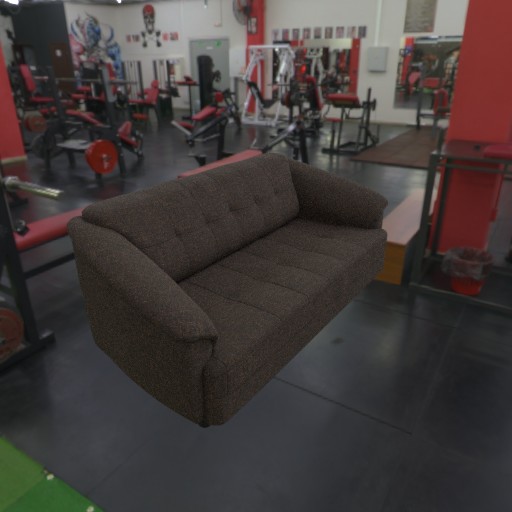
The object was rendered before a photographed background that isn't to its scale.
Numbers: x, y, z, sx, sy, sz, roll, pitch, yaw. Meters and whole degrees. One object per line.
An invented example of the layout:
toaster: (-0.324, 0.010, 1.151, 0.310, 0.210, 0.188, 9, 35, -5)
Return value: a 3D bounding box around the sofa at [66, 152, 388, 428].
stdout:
sofa: (0.000, 0.000, 2.341, 0.887, 0.790, 1.849, 16, 29, 32)
